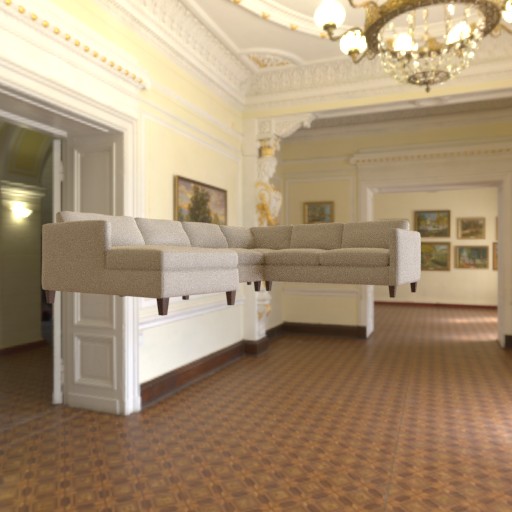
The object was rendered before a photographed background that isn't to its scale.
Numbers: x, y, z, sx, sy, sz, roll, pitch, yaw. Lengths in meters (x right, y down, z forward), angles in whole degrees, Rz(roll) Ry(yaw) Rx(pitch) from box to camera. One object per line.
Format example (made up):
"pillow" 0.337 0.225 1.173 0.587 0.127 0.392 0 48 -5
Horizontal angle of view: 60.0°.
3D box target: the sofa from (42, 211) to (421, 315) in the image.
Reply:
"sofa" 0.000 0.000 4.600 2.551 0.853 3.238 0 0 35
